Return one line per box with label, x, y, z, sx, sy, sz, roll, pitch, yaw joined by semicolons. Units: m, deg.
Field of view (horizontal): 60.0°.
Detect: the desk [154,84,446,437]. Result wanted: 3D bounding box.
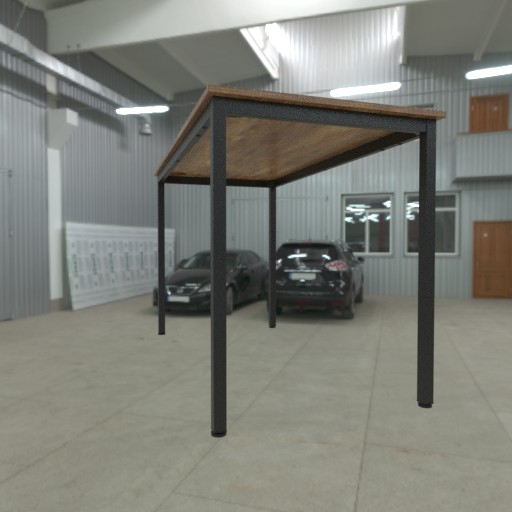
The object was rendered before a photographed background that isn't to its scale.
desk;0.000;0.000;1.586;0.600;0.749;1.200;-1;2;-18
